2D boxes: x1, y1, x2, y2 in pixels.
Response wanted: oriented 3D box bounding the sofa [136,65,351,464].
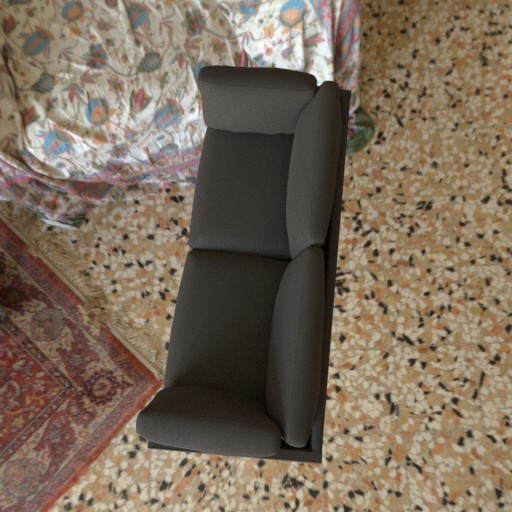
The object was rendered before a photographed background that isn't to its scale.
[{"bbox_3d":[0.000,0.000,2.786,0.969,0.792,2.312,7,76,2],"label":"sofa"}]
